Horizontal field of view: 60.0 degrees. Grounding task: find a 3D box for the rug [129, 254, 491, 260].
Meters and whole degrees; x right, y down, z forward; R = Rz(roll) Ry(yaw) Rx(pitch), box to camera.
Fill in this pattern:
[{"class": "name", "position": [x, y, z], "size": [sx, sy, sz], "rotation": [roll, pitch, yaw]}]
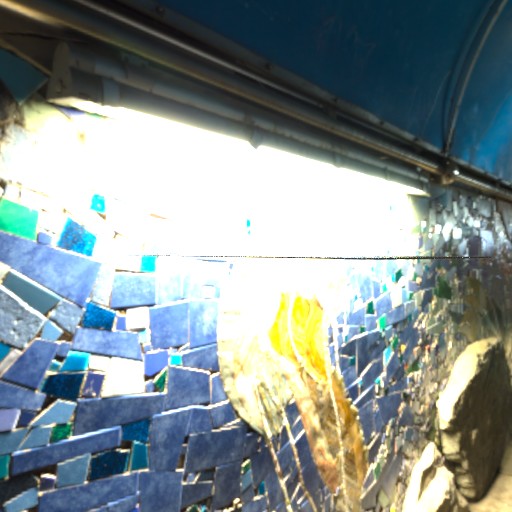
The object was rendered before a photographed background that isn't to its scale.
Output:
[{"class": "rug", "position": [0.000, 0.000, 2.684], "size": [0.762, 0.008, 2.439], "rotation": [0, 1, -35]}]
